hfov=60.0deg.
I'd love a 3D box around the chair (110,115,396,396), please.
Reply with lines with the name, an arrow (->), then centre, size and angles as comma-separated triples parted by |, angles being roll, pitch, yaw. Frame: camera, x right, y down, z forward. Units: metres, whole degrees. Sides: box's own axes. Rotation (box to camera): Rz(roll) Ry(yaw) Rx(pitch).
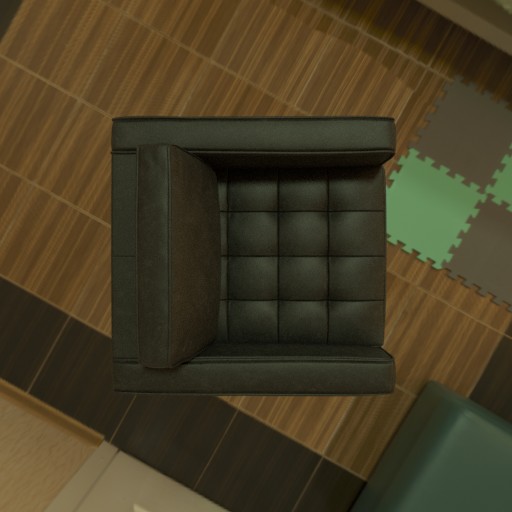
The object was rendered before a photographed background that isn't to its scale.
chair -> 0.000, 0.000, 1.578 | 0.914, 0.763, 0.889 | 0, 90, 1
